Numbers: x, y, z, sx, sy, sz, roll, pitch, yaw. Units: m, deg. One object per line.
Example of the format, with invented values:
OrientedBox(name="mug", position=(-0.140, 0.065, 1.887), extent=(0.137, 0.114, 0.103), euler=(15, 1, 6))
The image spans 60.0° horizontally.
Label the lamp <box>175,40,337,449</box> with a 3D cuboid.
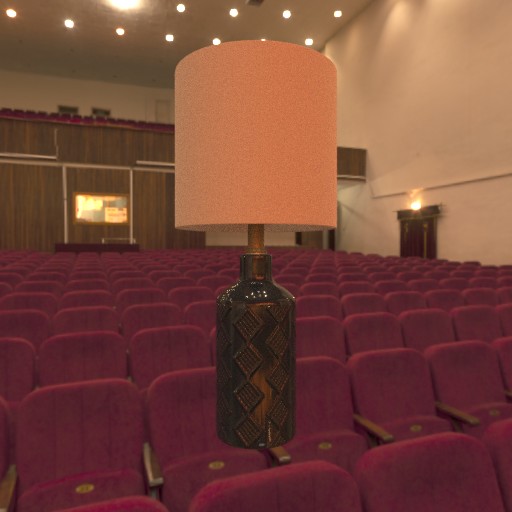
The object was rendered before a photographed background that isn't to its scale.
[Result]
OrientedBox(name="lamp", position=(0.000, 0.000, 0.576), extent=(0.207, 0.461, 0.207), euler=(0, 1, -21))
